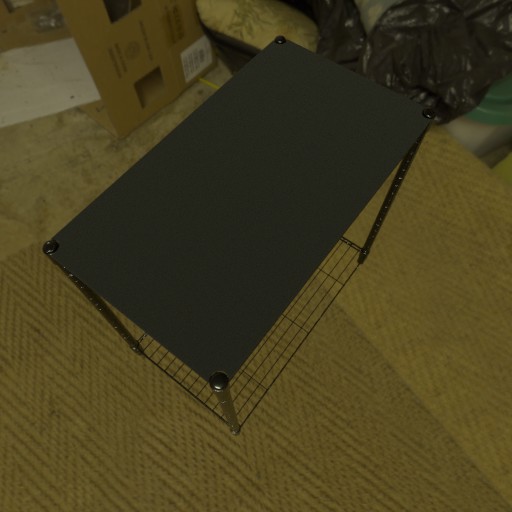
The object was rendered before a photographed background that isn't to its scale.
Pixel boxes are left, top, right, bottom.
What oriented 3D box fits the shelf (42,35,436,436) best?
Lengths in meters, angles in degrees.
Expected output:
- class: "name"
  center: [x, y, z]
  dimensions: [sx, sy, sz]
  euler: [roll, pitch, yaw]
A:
- class: "shelf"
  center: [0.000, 0.000, 0.944]
  dimensions: [0.338, 0.564, 0.589]
  euler: [34, 68, 16]
